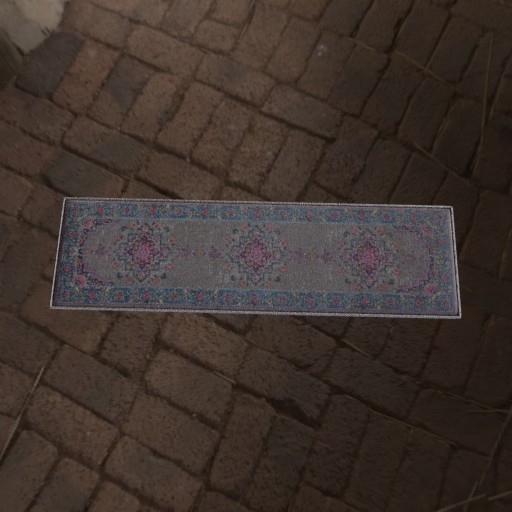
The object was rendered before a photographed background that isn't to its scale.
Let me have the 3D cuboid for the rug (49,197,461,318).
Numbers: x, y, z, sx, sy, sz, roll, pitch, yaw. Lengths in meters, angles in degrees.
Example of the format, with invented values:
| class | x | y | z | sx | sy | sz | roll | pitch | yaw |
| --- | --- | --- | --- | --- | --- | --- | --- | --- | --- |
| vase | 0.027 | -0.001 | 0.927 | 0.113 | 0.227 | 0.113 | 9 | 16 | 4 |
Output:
| class | x | y | z | sx | sy | sz | roll | pitch | yaw |
| --- | --- | --- | --- | --- | --- | --- | --- | --- | --- |
| rug | 0.000 | 0.000 | 2.538 | 2.297 | 0.019 | 0.659 | 1 | 77 | 0 |
